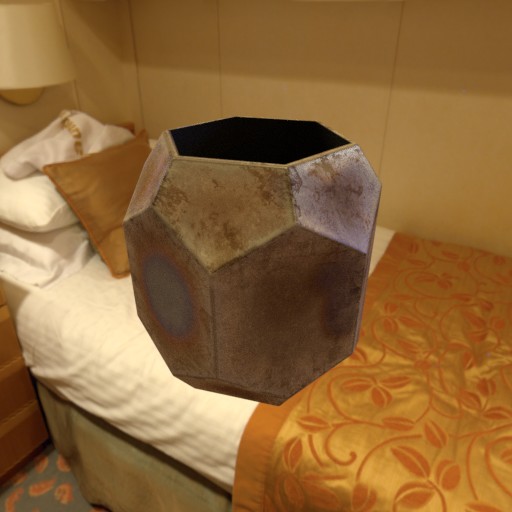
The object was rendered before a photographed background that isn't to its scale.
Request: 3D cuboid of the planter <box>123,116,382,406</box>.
[{"bbox_3d":[0.000,0.000,0.442,0.243,0.238,0.221,-7,30,-13],"label":"planter"}]
